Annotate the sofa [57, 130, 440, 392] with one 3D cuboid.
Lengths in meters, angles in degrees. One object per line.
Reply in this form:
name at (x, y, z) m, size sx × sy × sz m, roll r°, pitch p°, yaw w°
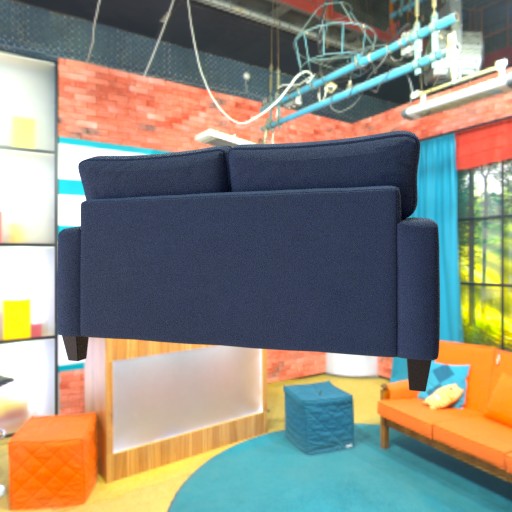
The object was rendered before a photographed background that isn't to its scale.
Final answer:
sofa at (0.000, 0.000, 2.222) m, size 1.651 × 0.965 × 0.965 m, roll 0°, pitch 0°, yaw 18°
